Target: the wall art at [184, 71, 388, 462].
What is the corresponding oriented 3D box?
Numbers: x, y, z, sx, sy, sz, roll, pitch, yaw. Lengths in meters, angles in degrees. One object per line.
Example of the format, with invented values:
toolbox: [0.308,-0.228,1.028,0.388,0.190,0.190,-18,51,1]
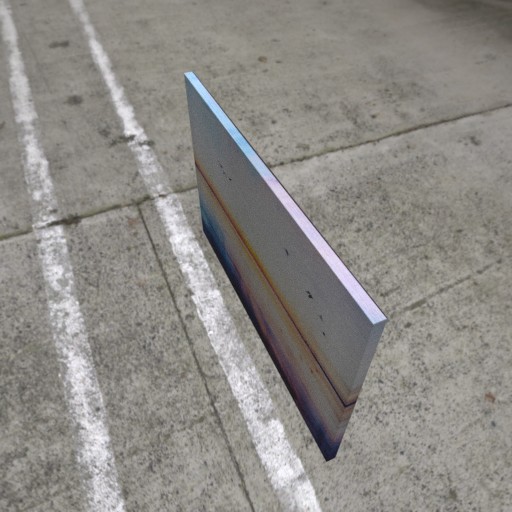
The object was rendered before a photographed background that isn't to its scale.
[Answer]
wall art: [0.000,0.000,0.776,0.018,0.402,0.604,-18,50,-16]
